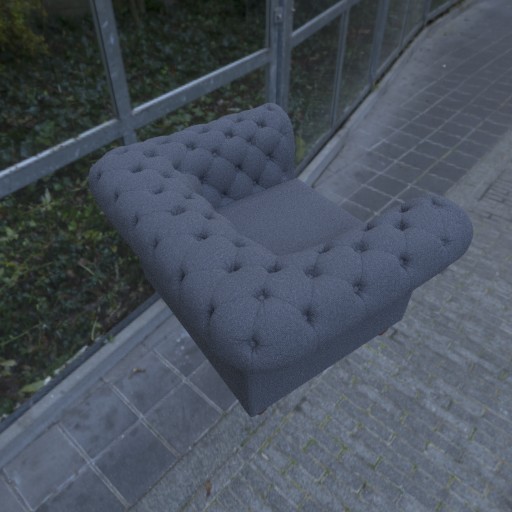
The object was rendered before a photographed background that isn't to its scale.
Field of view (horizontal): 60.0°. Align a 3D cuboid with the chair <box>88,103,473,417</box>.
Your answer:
[{"bbox_3d":[0.000,0.000,1.877,0.976,0.770,1.270,-25,47,-26],"label":"chair"}]
